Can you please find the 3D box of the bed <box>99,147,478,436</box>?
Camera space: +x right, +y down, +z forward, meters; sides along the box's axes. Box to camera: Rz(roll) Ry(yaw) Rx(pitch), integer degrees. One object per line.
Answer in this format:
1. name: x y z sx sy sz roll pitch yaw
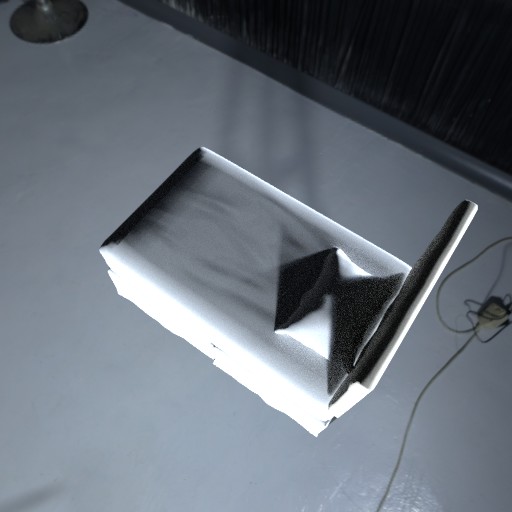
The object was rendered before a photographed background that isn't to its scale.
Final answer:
1. bed: 0.000 0.000 2.978 1.997 1.571 1.261 32 67 15
